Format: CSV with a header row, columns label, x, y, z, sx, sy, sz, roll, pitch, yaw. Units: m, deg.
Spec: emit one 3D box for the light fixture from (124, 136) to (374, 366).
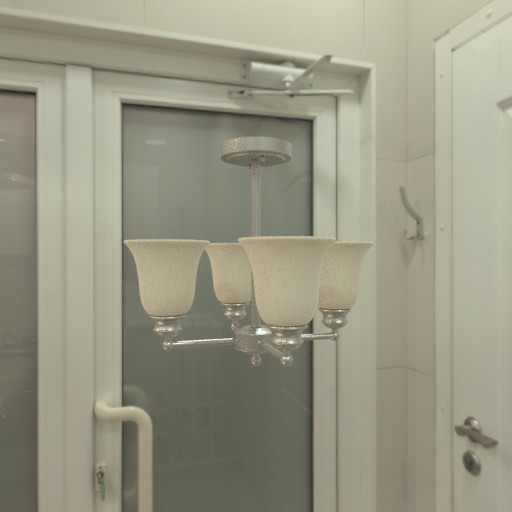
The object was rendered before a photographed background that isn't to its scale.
label,x,y,z,sx,sy,sz,roll,pitch,yaw
light fixture,0.000,0.000,0.747,0.427,0.370,0.427,0,0,-17
